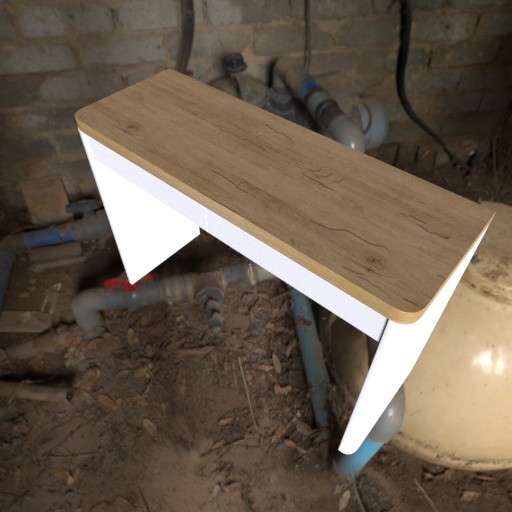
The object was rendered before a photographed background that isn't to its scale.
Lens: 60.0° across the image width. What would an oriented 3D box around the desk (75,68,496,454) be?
[{"bbox_3d":[0.000,0.000,1.427,1.100,0.760,0.390,32,55,26],"label":"desk"}]
